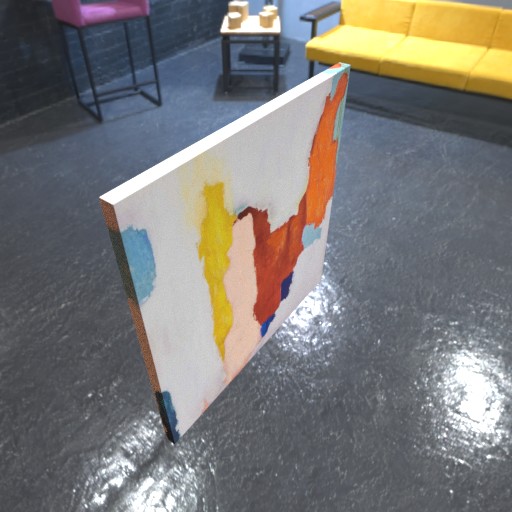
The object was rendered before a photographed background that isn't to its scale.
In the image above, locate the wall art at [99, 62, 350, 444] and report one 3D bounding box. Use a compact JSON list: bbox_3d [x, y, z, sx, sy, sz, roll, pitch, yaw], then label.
[{"bbox_3d":[0.000,0.000,1.529,0.044,1.017,1.017,26,48,26],"label":"wall art"}]
